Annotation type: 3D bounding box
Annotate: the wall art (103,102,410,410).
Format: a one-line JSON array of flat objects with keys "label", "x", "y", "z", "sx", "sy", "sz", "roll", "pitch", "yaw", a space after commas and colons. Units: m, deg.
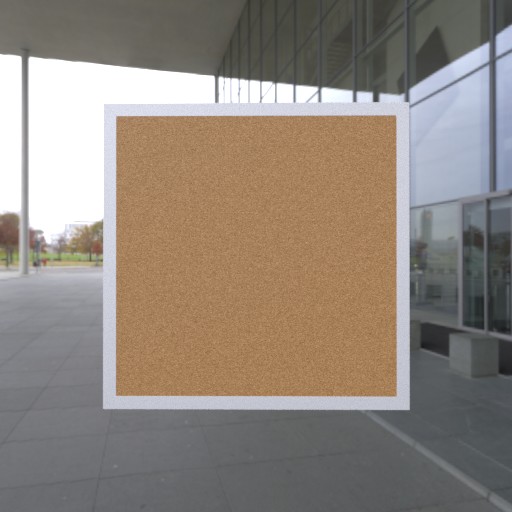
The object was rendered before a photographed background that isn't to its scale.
[{"label": "wall art", "x": 0.000, "y": 0.000, "z": 0.753, "sx": 0.507, "sy": 0.508, "sz": 0.038, "roll": 0, "pitch": 0, "yaw": 1}]
